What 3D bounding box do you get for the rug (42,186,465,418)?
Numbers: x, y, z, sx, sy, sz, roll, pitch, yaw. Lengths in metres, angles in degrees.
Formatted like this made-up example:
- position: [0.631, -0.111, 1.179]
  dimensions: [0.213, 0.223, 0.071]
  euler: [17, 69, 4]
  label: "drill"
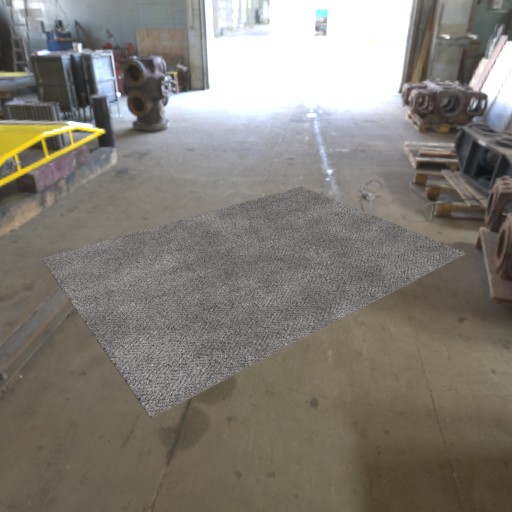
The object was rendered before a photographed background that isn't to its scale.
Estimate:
- position: [0.000, 0.000, 2.867]
  dimensions: [2.235, 0.008, 1.600]
  euler: [-20, 34, -32]
  label: "rug"
